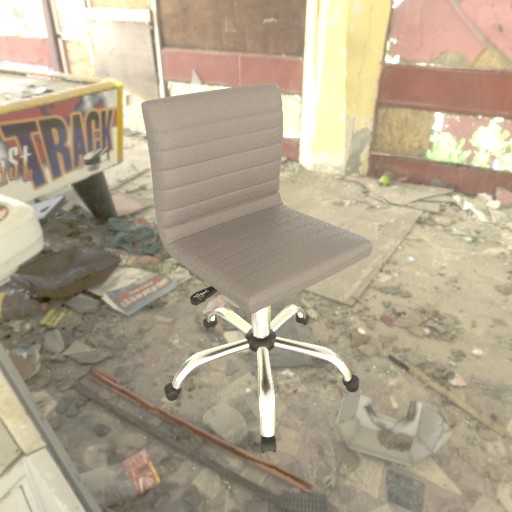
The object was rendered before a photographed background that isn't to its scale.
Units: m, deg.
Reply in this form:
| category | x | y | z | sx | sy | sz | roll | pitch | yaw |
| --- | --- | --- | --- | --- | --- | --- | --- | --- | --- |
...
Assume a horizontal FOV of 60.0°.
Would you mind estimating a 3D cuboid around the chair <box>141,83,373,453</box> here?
| category | x | y | z | sx | sy | sz | roll | pitch | yaw |
| --- | --- | --- | --- | --- | --- | --- | --- | --- | --- |
| chair | 0.000 | 0.000 | 1.150 | 0.556 | 0.780 | 0.530 | -22 | 37 | -33 |
